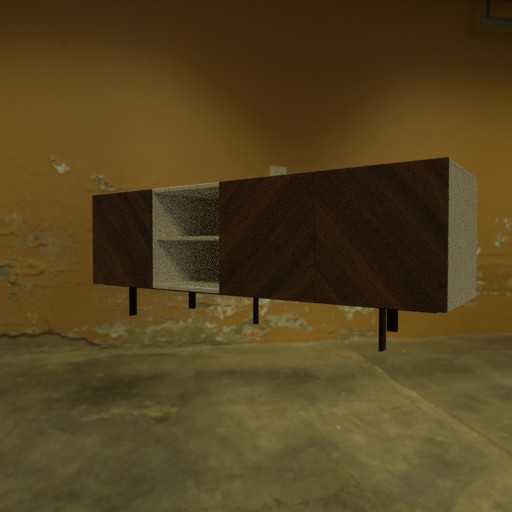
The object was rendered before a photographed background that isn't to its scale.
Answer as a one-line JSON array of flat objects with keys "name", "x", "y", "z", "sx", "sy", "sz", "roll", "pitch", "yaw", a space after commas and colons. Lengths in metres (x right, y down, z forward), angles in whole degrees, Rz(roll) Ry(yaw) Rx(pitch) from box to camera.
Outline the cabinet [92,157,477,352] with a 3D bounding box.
[{"name": "cabinet", "x": 0.000, "y": 0.000, "z": 1.738, "sx": 1.499, "sy": 0.533, "sz": 0.431, "roll": 1, "pitch": 2, "yaw": 35}]
